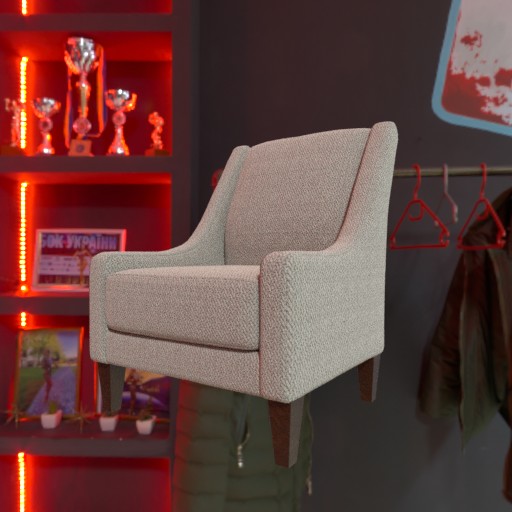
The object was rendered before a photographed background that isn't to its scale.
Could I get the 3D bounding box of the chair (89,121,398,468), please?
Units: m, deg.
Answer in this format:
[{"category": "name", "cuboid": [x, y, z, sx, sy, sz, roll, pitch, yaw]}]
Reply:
[{"category": "chair", "cuboid": [0.000, 0.000, 1.565, 0.774, 1.014, 0.870, 0, 0, 34]}]
